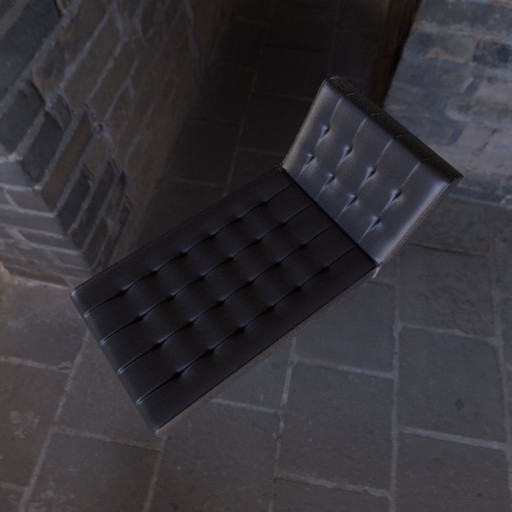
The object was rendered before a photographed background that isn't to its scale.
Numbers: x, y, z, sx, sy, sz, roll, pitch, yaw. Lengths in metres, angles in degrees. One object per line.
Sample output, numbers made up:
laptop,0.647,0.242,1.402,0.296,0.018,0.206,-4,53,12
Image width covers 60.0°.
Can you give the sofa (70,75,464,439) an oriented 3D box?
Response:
sofa,0.000,0.000,2.018,1.560,0.820,0.760,-34,67,-16
